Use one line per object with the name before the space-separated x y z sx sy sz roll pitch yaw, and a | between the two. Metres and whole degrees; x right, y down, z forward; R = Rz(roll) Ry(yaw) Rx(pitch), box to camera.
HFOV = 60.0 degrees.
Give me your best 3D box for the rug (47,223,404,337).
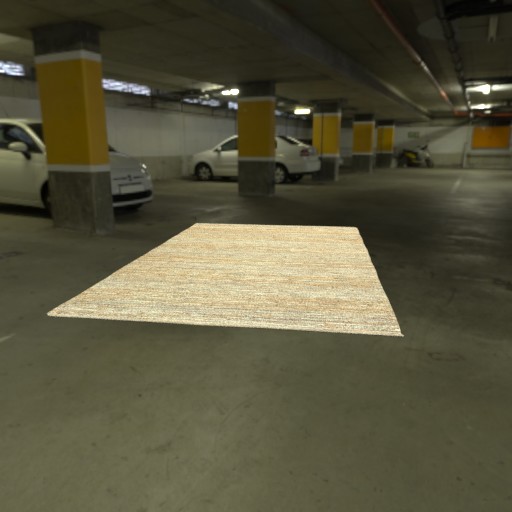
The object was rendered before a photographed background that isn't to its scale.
rug | 0.000 0.000 3.005 1.529 0.009 2.446 2 14 8
